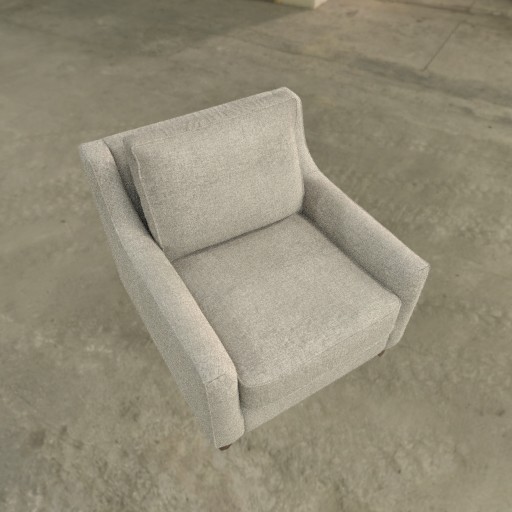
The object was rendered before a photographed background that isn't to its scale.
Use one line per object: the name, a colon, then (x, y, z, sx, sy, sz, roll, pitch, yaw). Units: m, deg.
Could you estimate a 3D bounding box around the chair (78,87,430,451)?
chair: (0.000, 0.000, 1.571, 0.838, 0.864, 0.918, -24, 50, -21)
